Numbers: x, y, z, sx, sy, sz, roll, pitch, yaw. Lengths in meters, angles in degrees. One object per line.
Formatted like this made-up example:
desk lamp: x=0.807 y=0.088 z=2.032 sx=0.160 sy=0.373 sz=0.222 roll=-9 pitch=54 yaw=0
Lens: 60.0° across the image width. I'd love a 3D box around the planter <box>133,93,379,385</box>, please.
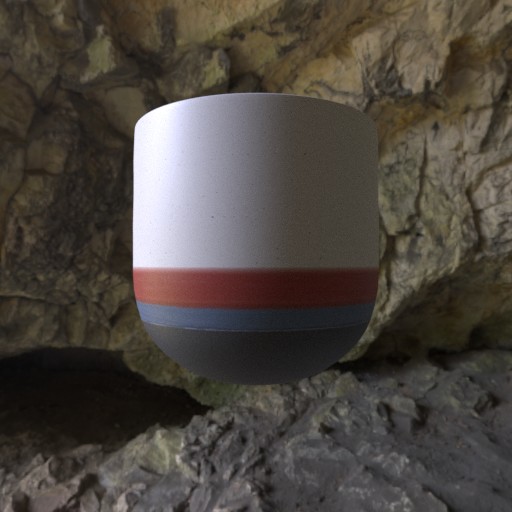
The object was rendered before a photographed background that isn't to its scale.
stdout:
planter: x=0.000 y=0.000 z=0.501 sx=0.268 sy=0.270 sz=0.268 roll=0 pitch=-1 yaw=0
